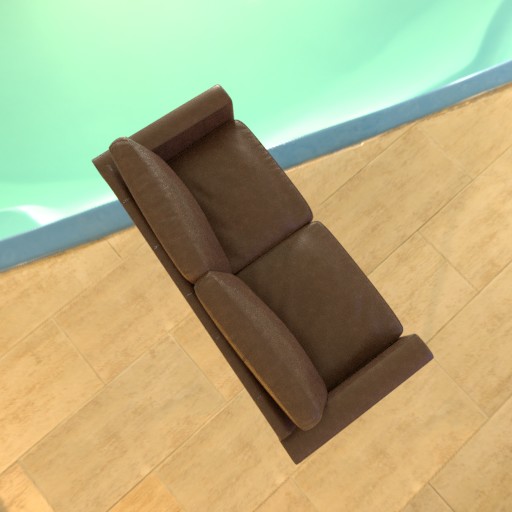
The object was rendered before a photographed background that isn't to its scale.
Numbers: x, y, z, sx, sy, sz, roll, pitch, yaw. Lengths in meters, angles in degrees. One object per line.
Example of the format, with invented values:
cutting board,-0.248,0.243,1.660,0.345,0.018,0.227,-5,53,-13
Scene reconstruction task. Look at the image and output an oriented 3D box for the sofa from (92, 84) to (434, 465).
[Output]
sofa,0.000,0.000,2.757,1.016,0.873,2.179,-34,78,-8
